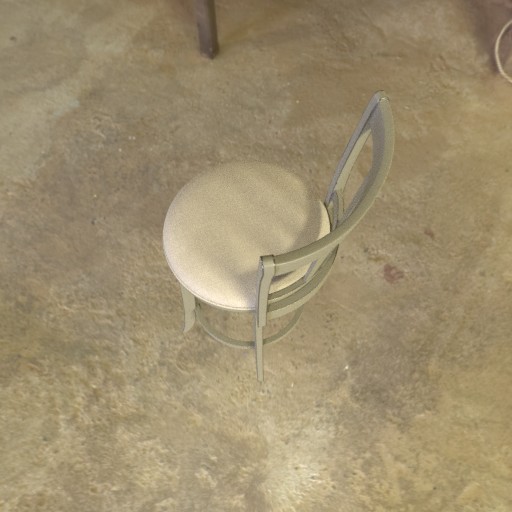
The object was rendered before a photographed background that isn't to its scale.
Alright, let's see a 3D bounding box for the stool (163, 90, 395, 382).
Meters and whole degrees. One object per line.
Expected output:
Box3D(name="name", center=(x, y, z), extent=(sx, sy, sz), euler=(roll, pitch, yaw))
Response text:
Box3D(name="stool", center=(0.000, 0.000, 1.244), extent=(0.486, 0.994, 0.450), euler=(29, 67, 14))
